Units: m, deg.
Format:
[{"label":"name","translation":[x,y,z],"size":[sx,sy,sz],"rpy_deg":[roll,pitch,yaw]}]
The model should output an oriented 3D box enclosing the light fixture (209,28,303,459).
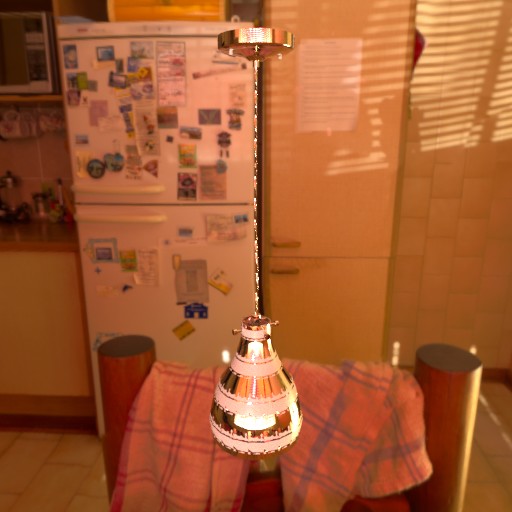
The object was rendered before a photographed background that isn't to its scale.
[{"label":"light fixture","translation":[0.000,0.000,1.614],"size":[0.374,1.457,0.374],"rpy_deg":[-7,16,-26]}]
